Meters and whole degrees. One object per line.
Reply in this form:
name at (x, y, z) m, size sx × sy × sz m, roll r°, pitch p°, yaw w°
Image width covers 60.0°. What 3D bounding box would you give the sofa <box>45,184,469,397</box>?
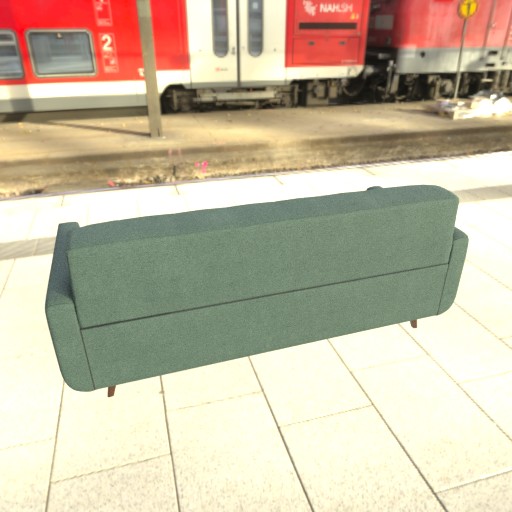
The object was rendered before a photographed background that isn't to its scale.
sofa at (0.000, 0.000, 2.440) m, size 2.029 × 0.841 × 0.909 m, roll -9°, pitch 29°, yaw -16°
